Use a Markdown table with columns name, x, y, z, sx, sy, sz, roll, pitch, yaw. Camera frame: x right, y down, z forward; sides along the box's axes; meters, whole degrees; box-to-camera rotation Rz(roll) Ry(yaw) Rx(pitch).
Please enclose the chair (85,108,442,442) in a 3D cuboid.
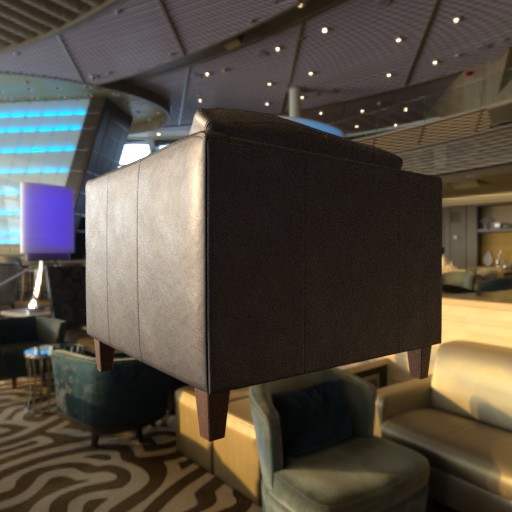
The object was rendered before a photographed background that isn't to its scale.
| name | x | y | z | sx | sy | sz | roll | pitch | yaw |
| --- | --- | --- | --- | --- | --- | --- | --- | --- | --- |
| chair | 0.000 | 0.000 | 1.539 | 0.939 | 0.811 | 0.862 | 0 | 0 | -37 |
